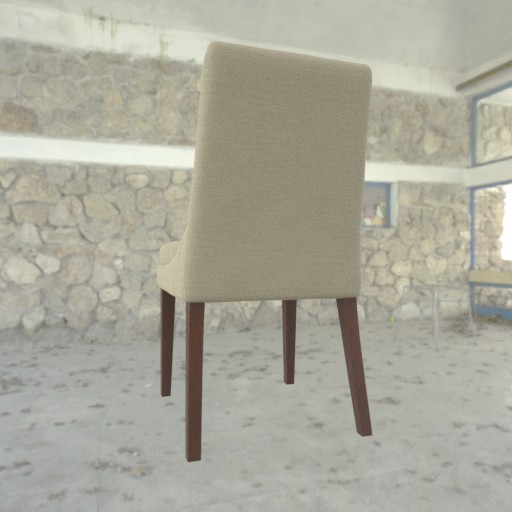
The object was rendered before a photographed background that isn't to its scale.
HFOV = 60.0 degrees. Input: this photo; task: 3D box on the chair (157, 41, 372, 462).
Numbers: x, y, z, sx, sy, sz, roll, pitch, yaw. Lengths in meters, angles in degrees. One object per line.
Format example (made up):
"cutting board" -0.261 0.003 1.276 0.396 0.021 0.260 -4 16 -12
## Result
"chair" 0.000 0.000 1.295 0.515 0.940 0.638 0 0 -18
